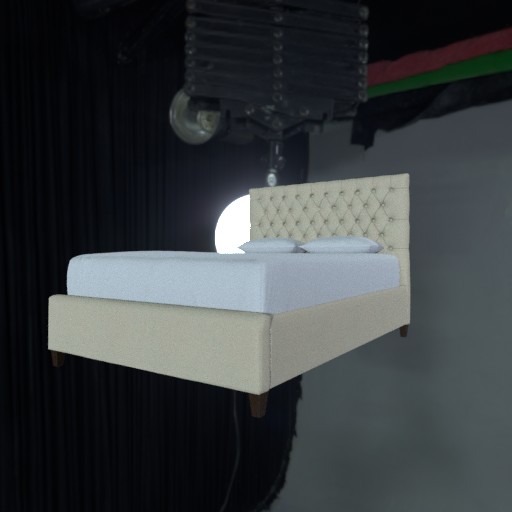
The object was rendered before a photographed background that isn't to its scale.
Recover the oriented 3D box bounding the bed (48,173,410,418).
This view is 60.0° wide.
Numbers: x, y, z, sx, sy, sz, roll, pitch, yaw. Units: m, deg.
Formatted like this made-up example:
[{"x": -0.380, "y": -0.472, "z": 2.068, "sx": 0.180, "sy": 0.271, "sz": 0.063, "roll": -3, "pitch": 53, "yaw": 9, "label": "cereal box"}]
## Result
[{"x": 0.000, "y": 0.000, "z": 3.394, "sx": 1.698, "sy": 1.427, "sz": 2.387, "roll": 0, "pitch": 1, "yaw": 34, "label": "bed"}]
